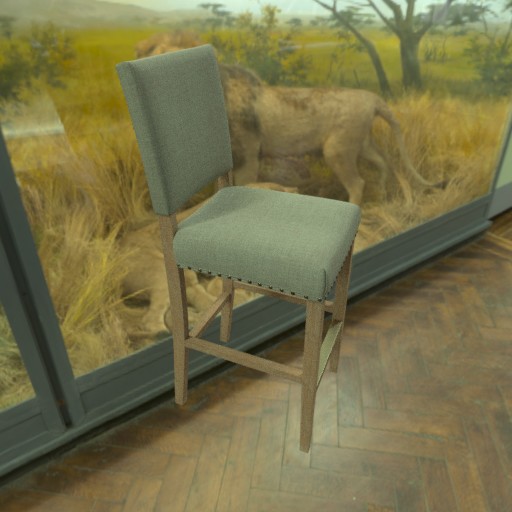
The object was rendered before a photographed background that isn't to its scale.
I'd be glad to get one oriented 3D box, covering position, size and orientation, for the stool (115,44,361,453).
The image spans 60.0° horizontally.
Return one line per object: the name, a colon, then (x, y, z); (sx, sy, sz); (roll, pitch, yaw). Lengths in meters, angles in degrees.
stool: (0.000, 0.000, 1.454); (0.585, 1.203, 0.445); (12, 33, 19)
